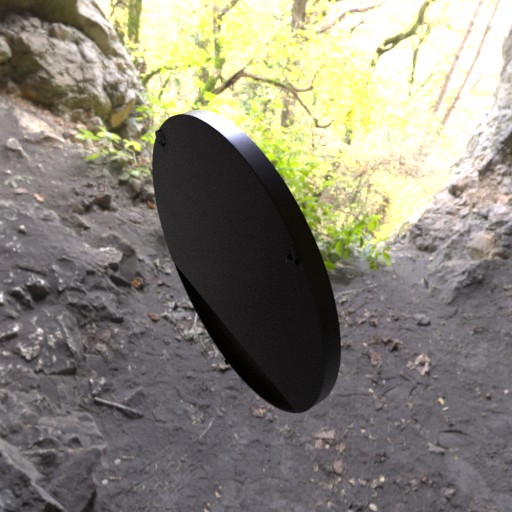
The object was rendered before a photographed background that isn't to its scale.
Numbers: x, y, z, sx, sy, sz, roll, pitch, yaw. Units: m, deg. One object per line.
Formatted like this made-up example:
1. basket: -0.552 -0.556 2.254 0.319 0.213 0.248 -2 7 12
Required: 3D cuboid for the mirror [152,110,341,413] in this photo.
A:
1. mirror: 0.000 0.000 0.685 0.133 0.457 0.457 -24 47 -25
